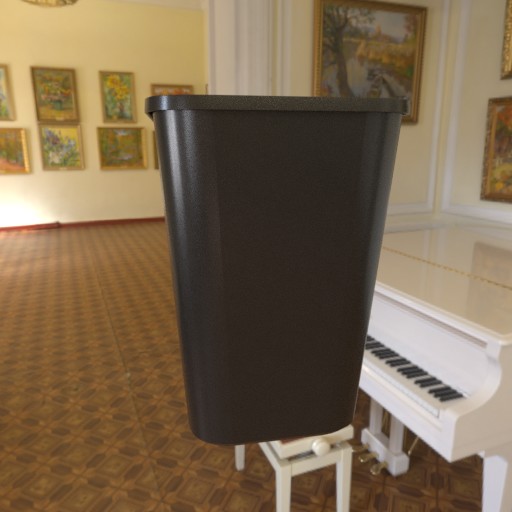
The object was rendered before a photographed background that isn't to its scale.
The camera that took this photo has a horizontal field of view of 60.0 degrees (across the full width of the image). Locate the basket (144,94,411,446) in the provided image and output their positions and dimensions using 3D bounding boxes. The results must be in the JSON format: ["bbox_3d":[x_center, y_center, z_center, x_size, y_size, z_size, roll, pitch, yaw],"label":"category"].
[{"bbox_3d":[0.000,0.000,0.492,0.211,0.307,0.300,-3,15,-10],"label":"basket"}]
